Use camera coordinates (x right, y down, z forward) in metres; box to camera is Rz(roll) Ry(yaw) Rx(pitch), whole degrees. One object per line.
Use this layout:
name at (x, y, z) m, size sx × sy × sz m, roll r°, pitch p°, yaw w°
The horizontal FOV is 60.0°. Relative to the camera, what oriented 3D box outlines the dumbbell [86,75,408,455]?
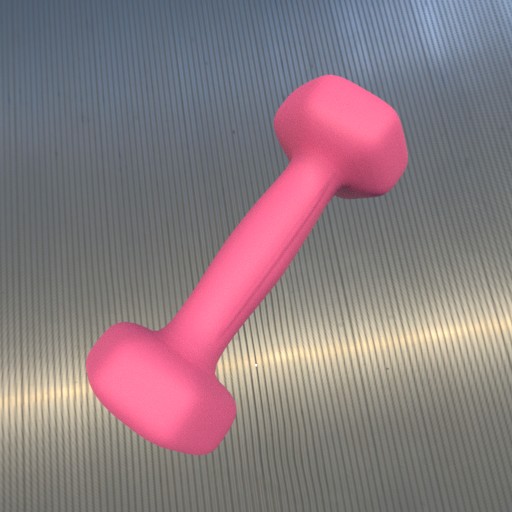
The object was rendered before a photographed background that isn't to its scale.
dumbbell at (0.000, 0.000, 0.170) m, size 0.058 × 0.053 × 0.146 m, roll 35°, pitch 79°, yaw 8°
